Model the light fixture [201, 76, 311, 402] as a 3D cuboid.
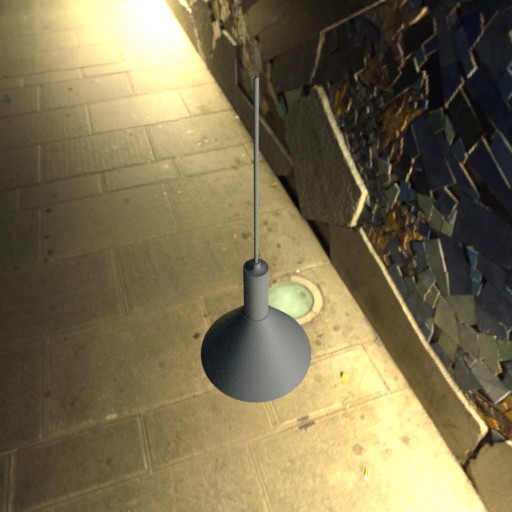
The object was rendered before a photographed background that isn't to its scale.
[{"bbox_3d":[0.000,0.000,0.832,0.267,0.683,0.267,-3,47,-2],"label":"light fixture"}]
